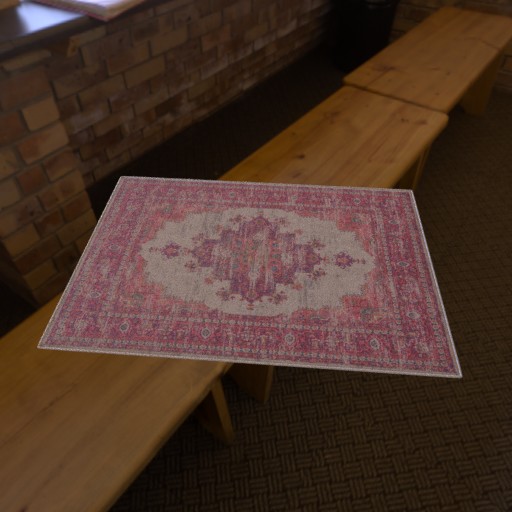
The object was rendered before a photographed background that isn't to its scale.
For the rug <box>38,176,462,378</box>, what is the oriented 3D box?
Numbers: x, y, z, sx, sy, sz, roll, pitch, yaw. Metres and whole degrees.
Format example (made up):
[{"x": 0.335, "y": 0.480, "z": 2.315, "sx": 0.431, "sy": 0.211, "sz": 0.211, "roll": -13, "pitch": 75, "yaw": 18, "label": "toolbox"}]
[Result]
[{"x": 0.000, "y": 0.000, "z": 3.674, "sx": 2.878, "sy": 0.014, "sz": 2.005, "roll": 3, "pitch": 46, "yaw": 3, "label": "rug"}]
